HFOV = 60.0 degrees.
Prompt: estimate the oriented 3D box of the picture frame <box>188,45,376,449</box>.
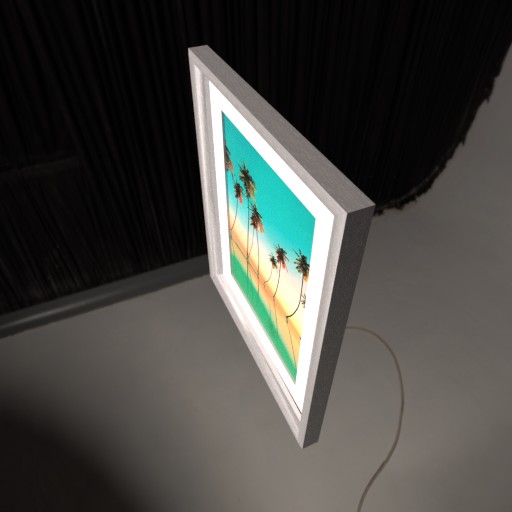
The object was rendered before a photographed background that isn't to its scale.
[{"bbox_3d":[0.000,0.000,0.533,0.027,0.378,0.327,-18,47,-17],"label":"picture frame"}]
